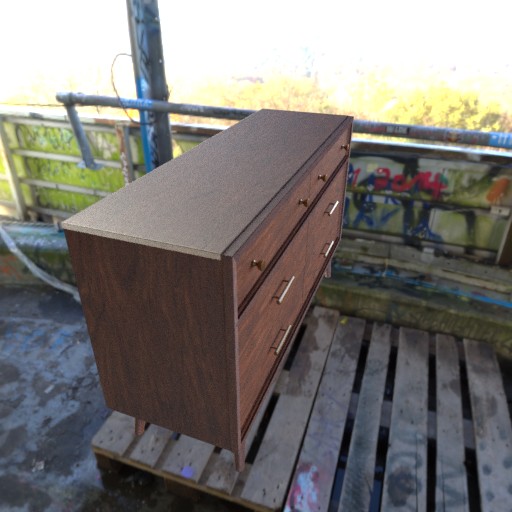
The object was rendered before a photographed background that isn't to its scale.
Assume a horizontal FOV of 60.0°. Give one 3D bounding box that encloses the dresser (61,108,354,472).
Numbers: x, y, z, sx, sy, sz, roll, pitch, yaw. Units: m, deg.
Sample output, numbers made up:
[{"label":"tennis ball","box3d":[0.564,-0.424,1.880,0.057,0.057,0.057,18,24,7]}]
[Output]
[{"label":"dresser","box3d":[0.000,0.000,1.875,0.500,0.889,1.472,11,32,18]}]
